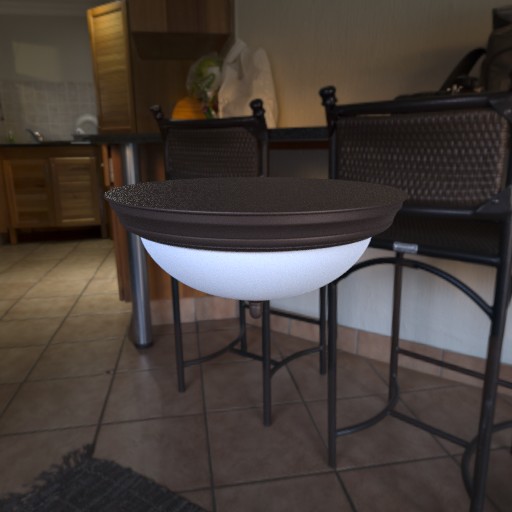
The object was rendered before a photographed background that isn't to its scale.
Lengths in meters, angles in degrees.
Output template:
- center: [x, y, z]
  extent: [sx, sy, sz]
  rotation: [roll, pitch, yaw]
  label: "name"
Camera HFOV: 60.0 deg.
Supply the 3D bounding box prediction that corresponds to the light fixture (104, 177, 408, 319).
- center: [0.000, 0.000, 0.446]
  extent: [0.280, 0.135, 0.280]
  rotation: [0, 15, 0]
  label: "light fixture"
